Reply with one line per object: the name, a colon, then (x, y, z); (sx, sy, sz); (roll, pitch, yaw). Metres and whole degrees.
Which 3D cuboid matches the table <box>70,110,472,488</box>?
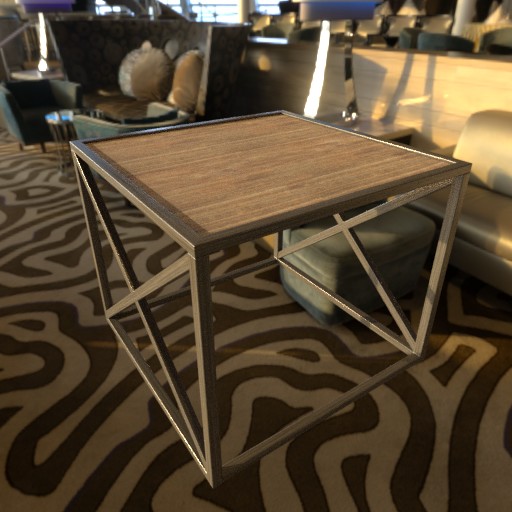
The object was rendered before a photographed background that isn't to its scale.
table: (0.000, 0.000, 1.061); (0.609, 0.507, 0.611); (-19, 34, -29)
